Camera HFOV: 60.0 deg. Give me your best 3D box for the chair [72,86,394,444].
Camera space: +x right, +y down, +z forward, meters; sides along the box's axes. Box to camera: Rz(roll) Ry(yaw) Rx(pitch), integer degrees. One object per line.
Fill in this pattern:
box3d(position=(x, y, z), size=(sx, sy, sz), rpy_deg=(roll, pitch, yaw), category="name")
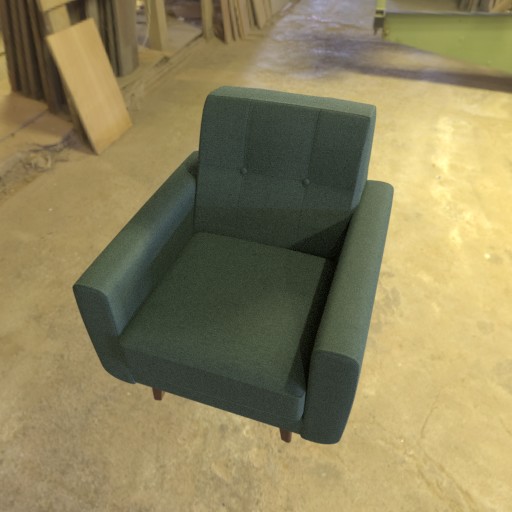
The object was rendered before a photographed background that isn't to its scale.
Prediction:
box3d(position=(0.000, 0.000, 1.534), size=(0.831, 0.841, 0.909), rpy_deg=(13, 43, 14), category="chair")
